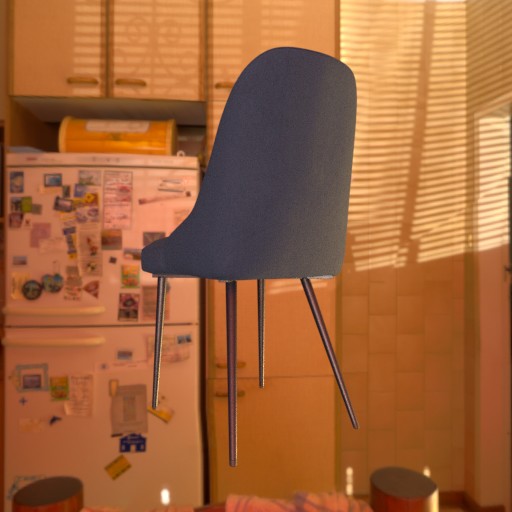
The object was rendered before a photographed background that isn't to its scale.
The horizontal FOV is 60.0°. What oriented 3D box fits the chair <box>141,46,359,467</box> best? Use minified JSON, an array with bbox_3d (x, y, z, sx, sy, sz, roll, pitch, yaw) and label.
[{"bbox_3d":[0.000,0.000,1.214,0.478,0.896,0.559,0,-1,-34],"label":"chair"}]
